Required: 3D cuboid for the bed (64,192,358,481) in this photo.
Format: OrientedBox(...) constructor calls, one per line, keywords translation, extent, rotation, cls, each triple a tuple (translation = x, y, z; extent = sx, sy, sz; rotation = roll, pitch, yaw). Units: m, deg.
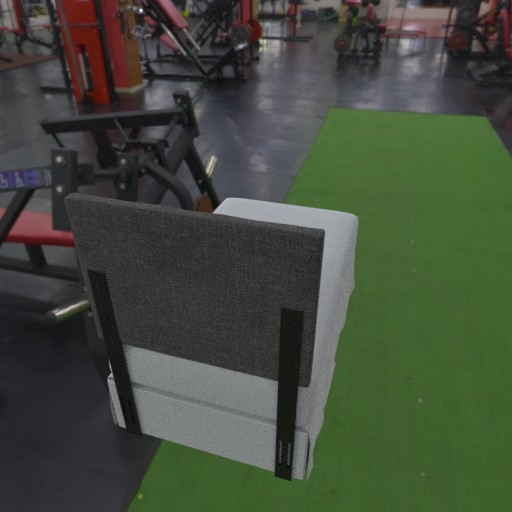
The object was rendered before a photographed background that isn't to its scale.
OrientedBox(translation=(0.000, 0.000, 2.968), extent=(1.261, 1.571, 1.997), rotation=(10, 34, 15), cls="bed")
